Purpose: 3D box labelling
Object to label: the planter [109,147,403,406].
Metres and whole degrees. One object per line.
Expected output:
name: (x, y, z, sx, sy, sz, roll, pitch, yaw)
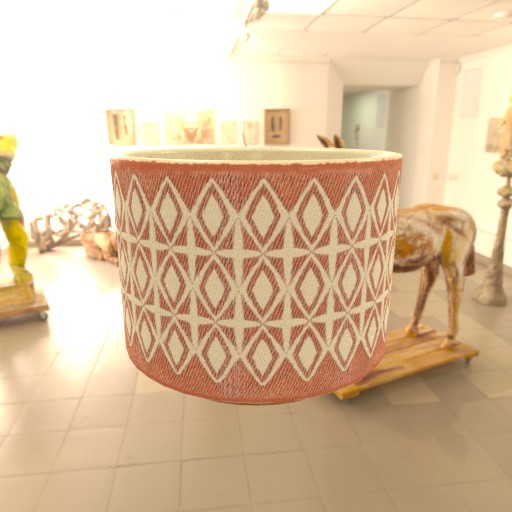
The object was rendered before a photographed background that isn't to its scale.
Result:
planter: (0.000, 0.000, 0.324, 0.192, 0.148, 0.192, 0, 16, 0)
